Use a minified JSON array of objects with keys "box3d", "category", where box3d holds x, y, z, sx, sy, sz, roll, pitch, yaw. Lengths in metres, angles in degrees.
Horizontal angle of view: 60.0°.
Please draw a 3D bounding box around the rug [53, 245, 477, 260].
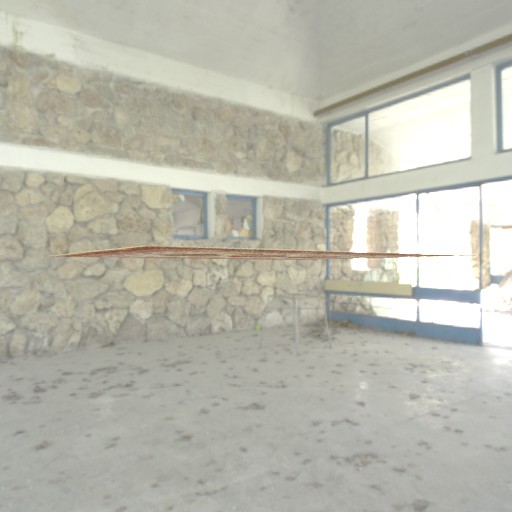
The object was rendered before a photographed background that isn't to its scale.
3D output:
[{"box3d":[0.000,0.000,4.058,3.067,0.005,2.460,1,-2,-35],"category":"rug"}]
